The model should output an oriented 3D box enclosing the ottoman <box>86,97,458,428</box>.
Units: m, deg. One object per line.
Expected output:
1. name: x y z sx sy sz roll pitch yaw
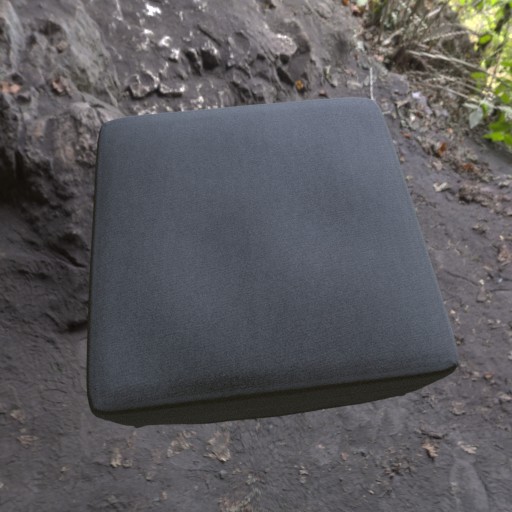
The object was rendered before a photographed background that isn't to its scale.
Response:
1. ottoman: 0.000 0.000 1.277 0.843 0.441 0.842 -6 64 -3
